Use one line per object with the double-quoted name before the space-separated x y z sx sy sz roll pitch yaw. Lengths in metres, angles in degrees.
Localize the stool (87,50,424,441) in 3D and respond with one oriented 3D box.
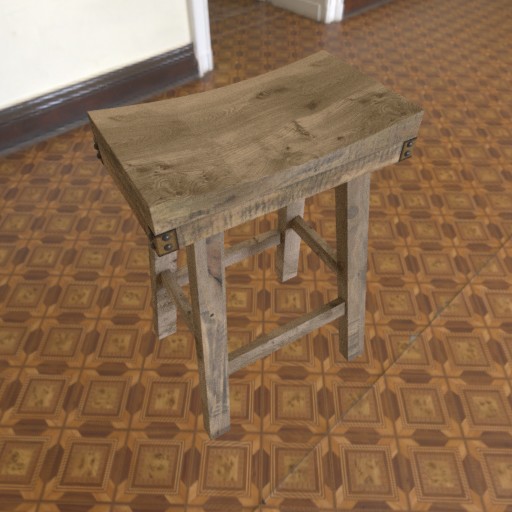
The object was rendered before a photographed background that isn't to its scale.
"stool" 0.000 0.000 0.894 0.450 0.635 0.330 -23 51 -20
